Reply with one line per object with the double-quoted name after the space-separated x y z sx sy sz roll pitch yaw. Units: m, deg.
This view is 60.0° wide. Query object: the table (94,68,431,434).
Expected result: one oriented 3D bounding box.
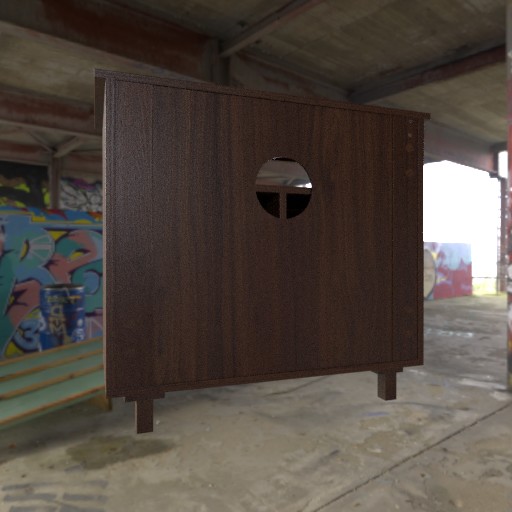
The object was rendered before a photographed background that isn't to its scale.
0.000 0.000 1.173 0.802 0.725 0.390 0 0 -20 "table"
